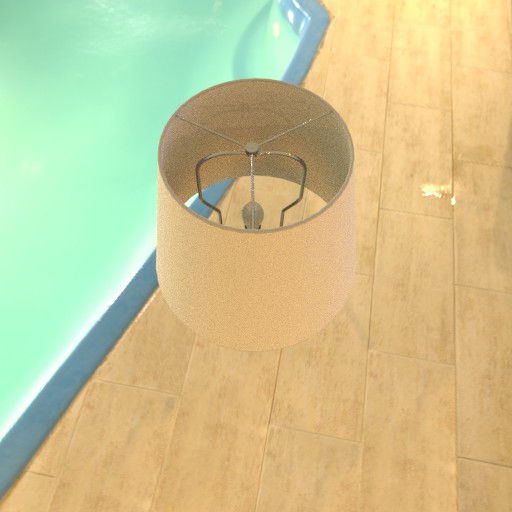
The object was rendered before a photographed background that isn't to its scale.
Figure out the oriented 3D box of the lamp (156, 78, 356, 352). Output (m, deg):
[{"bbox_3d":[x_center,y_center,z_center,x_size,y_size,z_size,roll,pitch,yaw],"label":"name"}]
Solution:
[{"bbox_3d":[0.000,0.000,0.798,0.355,0.582,0.355,0,63,0],"label":"lamp"}]
